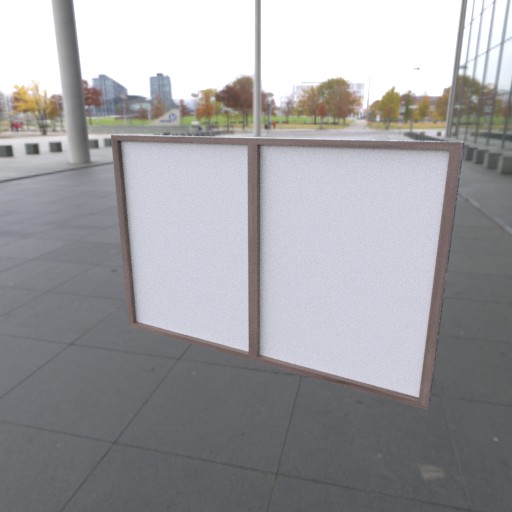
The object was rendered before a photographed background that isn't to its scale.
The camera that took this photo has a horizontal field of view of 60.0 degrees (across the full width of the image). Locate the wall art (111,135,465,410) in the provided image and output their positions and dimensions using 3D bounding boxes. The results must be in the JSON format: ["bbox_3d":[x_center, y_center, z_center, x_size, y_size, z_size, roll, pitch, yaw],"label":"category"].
[{"bbox_3d":[0.000,0.000,1.158,0.919,0.598,0.038,9,19,27],"label":"wall art"}]
